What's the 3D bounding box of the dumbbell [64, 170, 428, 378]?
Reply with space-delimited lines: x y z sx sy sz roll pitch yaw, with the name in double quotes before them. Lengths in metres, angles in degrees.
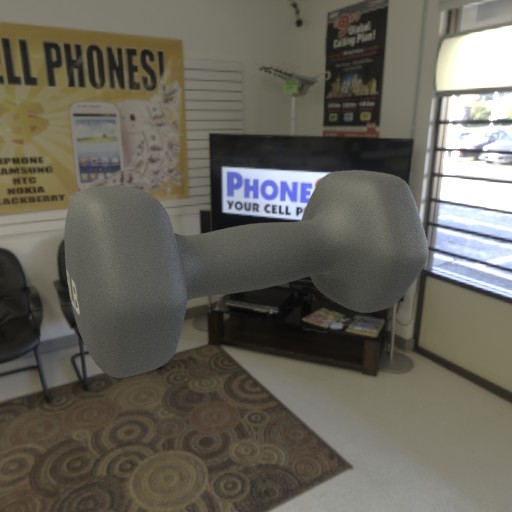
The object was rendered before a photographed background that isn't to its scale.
"dumbbell" 0.000 0.000 0.305 0.240 0.105 0.116 -9 19 -27
